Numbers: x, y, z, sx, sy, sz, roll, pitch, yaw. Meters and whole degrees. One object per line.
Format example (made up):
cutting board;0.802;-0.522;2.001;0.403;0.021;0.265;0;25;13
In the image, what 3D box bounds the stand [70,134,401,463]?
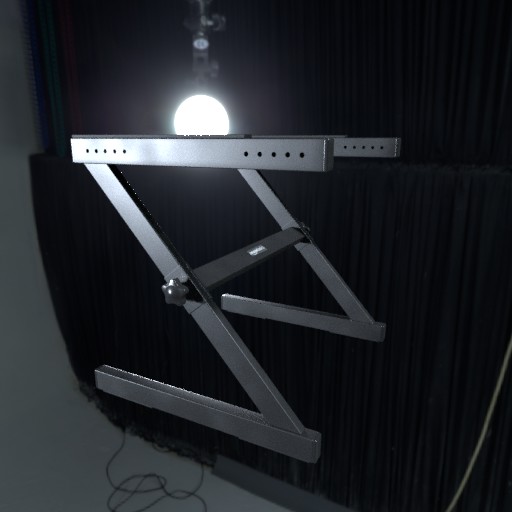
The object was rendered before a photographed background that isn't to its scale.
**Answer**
stand;0.000;0.000;1.171;0.586;0.617;0.700;8;17;27
